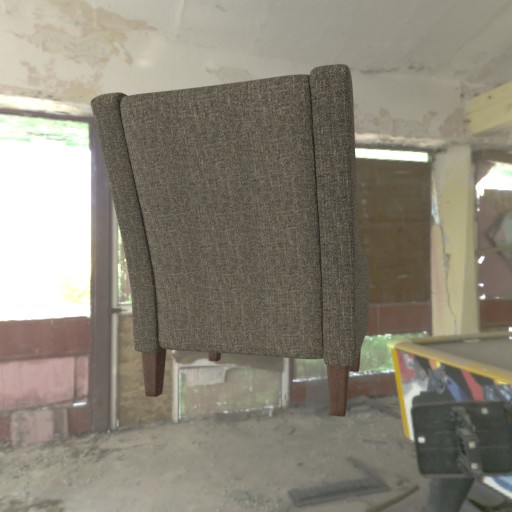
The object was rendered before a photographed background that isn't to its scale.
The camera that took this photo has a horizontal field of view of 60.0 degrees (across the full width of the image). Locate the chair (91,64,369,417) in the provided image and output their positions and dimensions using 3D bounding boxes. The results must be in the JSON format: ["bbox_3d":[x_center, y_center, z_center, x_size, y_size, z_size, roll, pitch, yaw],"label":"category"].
[{"bbox_3d":[0.000,0.000,1.685,0.793,1.012,0.944,0,0,17],"label":"chair"}]
